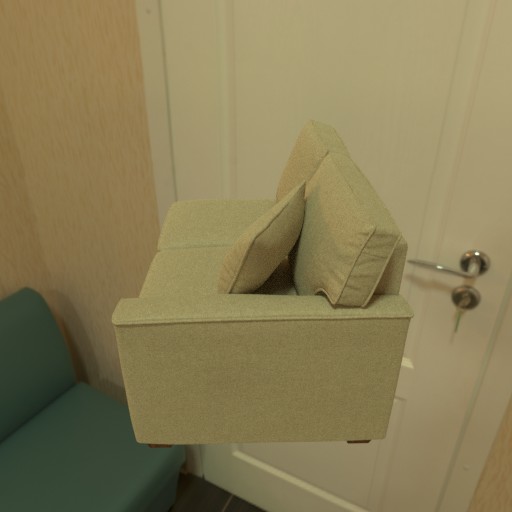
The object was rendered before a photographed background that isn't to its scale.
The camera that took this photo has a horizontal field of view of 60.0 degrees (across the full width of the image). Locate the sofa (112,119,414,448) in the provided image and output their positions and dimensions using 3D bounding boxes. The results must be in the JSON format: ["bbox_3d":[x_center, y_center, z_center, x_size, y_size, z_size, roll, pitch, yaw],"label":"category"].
[{"bbox_3d":[0.000,0.000,2.080,0.991,0.989,1.388,-1,29,-1],"label":"sofa"}]
